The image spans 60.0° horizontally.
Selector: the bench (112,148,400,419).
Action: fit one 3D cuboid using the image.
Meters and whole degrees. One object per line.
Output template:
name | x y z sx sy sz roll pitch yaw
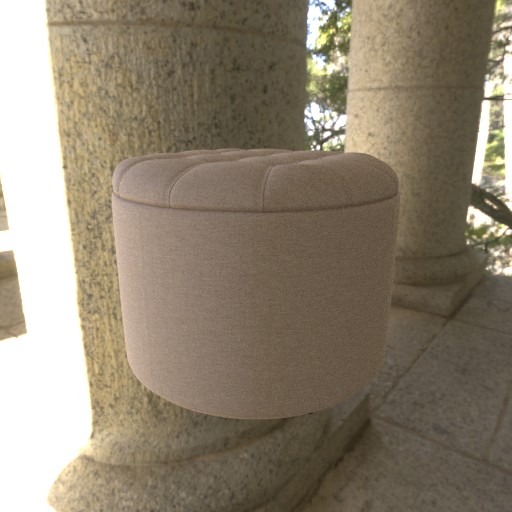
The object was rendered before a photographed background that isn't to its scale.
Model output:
bench | 0.000 0.000 1.003 0.600 0.454 0.600 0 17 0
